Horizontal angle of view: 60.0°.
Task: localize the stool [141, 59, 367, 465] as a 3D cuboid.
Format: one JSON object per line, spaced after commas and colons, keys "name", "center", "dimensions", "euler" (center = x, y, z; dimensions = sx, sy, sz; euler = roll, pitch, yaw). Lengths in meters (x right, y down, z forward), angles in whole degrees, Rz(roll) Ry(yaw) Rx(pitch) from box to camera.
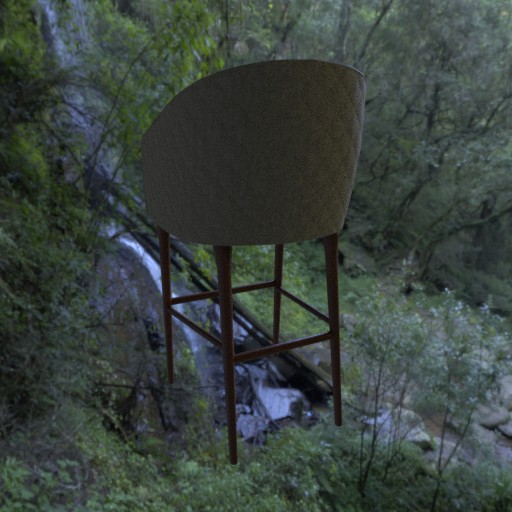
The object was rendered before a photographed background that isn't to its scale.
{"name": "stool", "center": [0.000, 0.000, 1.404], "dimensions": [0.559, 1.078, 0.607], "euler": [-8, 18, -26]}
